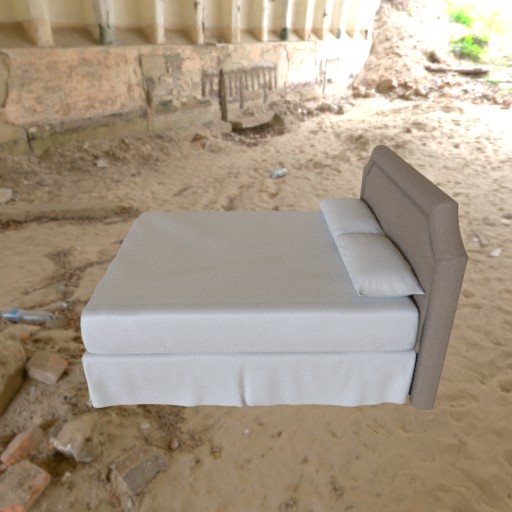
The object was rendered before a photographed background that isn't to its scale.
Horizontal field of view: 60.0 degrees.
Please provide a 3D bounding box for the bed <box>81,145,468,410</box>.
[{"bbox_3d":[0.000,0.000,3.232,2.164,1.303,1.828,0,26,-1],"label":"bed"}]
